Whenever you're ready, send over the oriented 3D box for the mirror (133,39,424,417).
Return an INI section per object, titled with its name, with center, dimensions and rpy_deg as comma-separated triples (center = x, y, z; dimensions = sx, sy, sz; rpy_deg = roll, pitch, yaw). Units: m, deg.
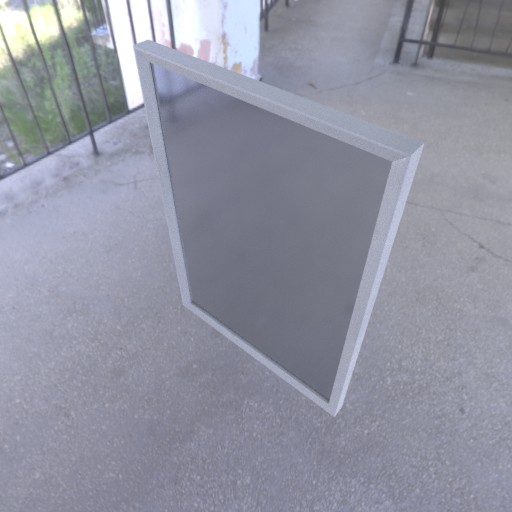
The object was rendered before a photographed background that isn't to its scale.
[mirror]
center = 0.000, 0.000, 0.896
dimensions = 0.507, 0.710, 0.039
rpy_deg = 31, 54, 26
